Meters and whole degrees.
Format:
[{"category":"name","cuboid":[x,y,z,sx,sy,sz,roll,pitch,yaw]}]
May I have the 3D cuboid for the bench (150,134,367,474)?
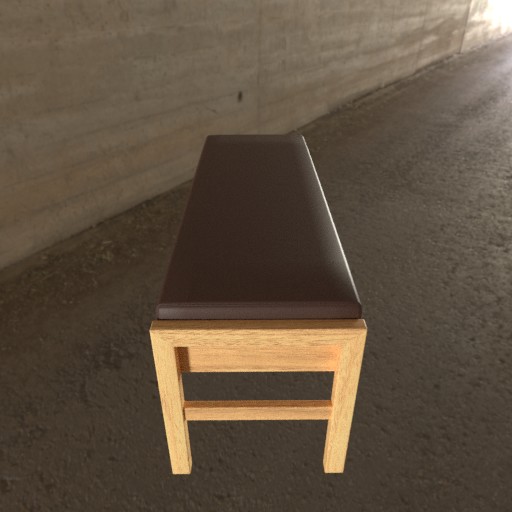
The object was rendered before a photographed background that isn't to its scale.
[{"category":"bench","cuboid":[0.000,0.000,1.440,0.405,0.480,1.200,0,31,0]}]
